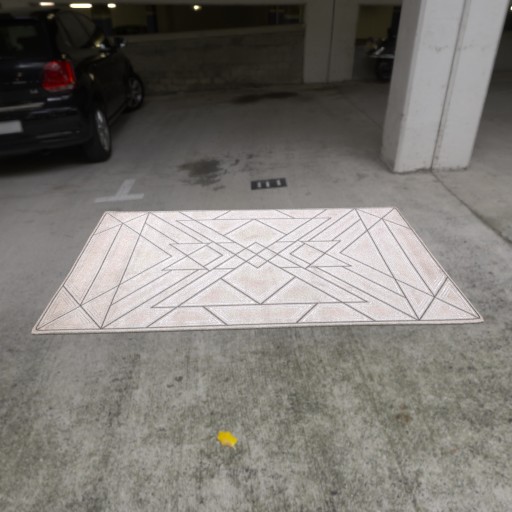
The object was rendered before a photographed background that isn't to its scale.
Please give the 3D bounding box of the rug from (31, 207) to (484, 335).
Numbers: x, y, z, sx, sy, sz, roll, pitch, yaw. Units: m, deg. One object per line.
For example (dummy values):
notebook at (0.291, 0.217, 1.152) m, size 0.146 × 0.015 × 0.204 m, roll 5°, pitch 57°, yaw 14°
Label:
rug at (0.000, 0.000, 3.065) m, size 2.459 × 0.023 × 1.575 m, roll -1°, pitch 30°, yaw -2°
